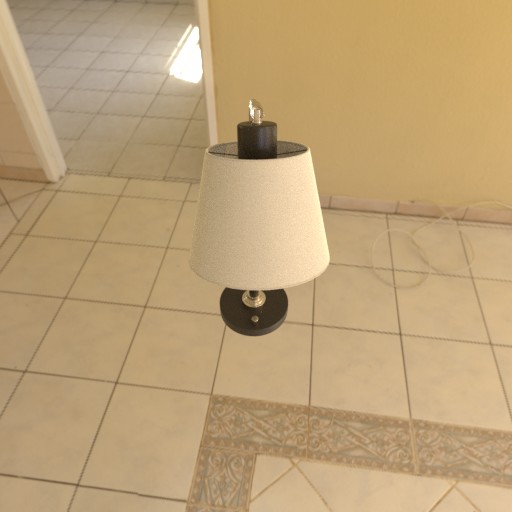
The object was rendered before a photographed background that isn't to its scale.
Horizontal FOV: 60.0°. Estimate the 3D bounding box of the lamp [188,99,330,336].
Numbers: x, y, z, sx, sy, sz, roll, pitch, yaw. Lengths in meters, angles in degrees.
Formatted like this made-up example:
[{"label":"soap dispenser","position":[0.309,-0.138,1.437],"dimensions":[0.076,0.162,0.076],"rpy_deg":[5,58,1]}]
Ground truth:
[{"label":"lamp","position":[0.000,0.000,0.705],"dimensions":[0.181,0.539,0.348],"rpy_deg":[-2,46,-2]}]
